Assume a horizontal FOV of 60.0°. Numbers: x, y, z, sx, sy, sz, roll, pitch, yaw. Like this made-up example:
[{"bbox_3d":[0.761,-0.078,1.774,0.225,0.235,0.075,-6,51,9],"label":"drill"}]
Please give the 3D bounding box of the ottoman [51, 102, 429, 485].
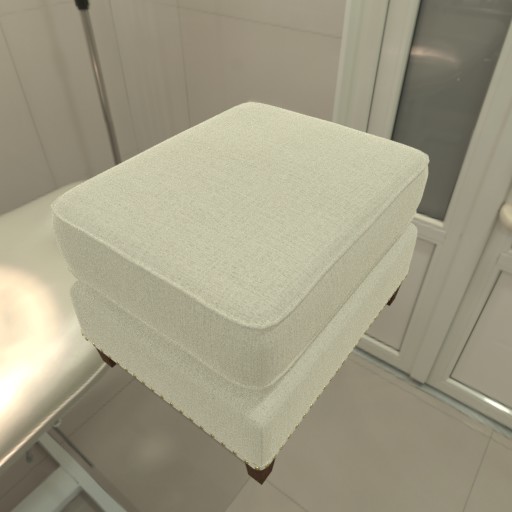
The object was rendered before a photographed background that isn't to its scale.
[{"bbox_3d":[0.000,0.000,1.110,0.589,0.537,0.738,26,47,27],"label":"ottoman"}]
